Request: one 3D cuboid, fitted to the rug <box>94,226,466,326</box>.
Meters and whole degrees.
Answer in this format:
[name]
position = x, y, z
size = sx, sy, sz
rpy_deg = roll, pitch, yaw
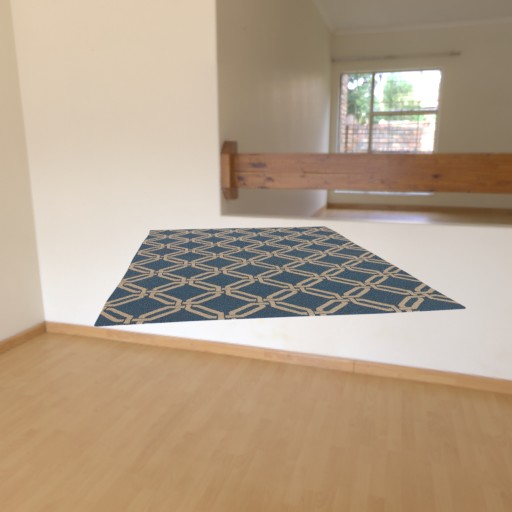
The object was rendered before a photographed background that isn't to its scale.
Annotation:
[rug]
position = 0.000, 0.000, 2.787
size = 1.524, 0.013, 2.135
rpy_deg = -2, 13, -7
